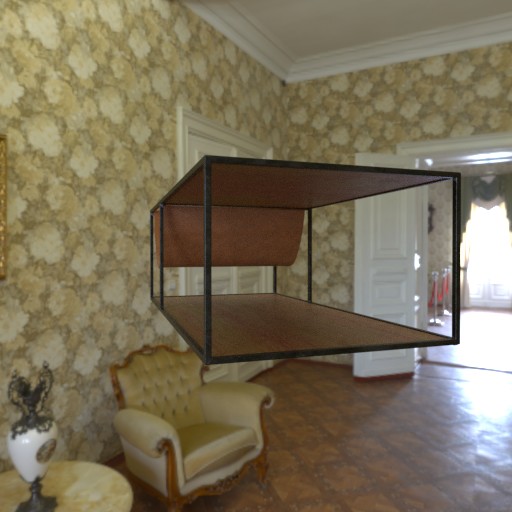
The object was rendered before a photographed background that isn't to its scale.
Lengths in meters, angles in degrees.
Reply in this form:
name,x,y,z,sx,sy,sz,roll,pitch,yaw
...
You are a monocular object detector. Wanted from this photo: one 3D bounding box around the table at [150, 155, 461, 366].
name,x,y,z,sx,sy,sz,roll,pitch,yaw
table,0.000,0.000,1.496,0.597,0.403,1.199,0,1,-18
